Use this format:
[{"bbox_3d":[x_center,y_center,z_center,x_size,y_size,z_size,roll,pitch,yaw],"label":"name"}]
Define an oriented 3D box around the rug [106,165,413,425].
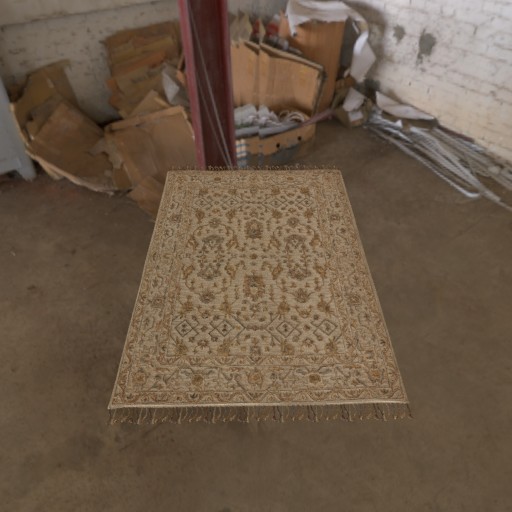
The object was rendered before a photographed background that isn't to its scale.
[{"bbox_3d":[0.000,0.000,3.075,1.529,0.027,2.434,-1,42,-1],"label":"rug"}]
